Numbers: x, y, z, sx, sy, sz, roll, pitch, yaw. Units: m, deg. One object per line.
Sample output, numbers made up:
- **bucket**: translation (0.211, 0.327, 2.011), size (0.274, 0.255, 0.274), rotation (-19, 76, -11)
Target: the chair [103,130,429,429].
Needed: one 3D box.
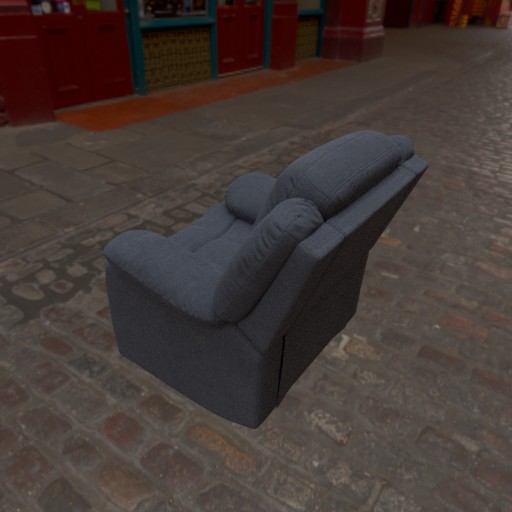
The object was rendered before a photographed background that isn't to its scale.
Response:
- **chair**: translation (0.000, 0.000, 1.712), size (0.944, 1.008, 0.899), rotation (21, 37, 30)
